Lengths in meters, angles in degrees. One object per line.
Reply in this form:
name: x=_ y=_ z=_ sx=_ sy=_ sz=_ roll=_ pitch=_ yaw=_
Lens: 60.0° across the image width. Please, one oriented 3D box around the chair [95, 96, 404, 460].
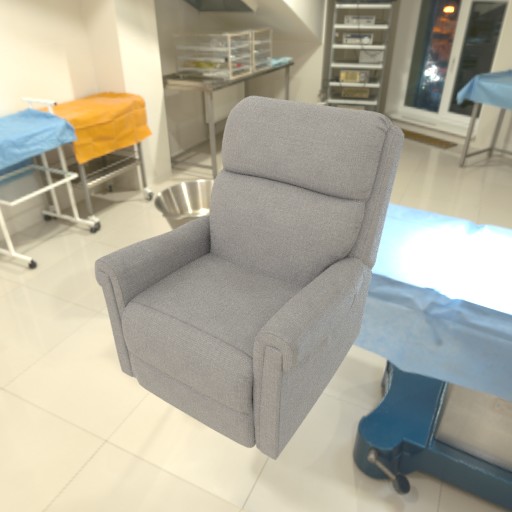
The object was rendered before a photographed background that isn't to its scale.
chair: x=0.000 y=0.000 z=1.770 sx=0.838 sy=1.054 sz=1.014 roll=19 pitch=36 yaw=28
